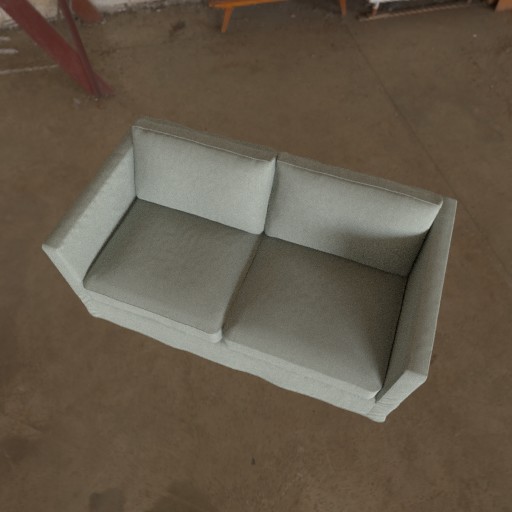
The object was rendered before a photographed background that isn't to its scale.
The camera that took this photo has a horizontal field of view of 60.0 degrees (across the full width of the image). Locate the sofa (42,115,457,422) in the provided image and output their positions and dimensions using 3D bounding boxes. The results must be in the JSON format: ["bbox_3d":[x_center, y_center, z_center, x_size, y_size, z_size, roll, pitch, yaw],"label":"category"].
[{"bbox_3d":[0.000,0.000,2.260,1.727,0.830,0.944,18,60,11],"label":"sofa"}]
